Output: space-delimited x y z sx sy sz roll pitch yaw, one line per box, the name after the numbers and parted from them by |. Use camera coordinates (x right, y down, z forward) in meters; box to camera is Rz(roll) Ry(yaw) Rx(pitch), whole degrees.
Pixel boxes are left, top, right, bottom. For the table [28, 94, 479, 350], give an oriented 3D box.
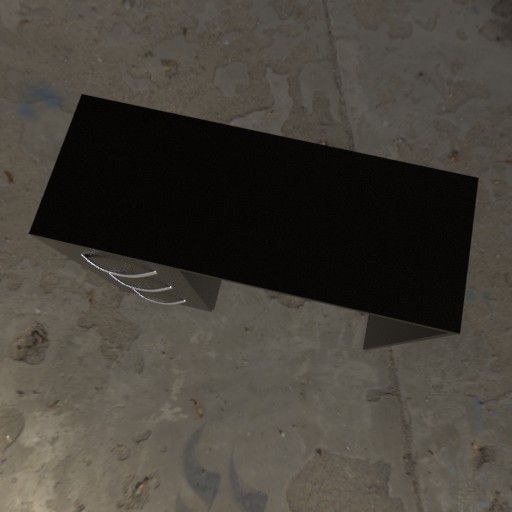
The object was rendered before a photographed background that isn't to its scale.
0.000 0.000 1.350 0.930 0.790 0.380 13 76 3 | table
